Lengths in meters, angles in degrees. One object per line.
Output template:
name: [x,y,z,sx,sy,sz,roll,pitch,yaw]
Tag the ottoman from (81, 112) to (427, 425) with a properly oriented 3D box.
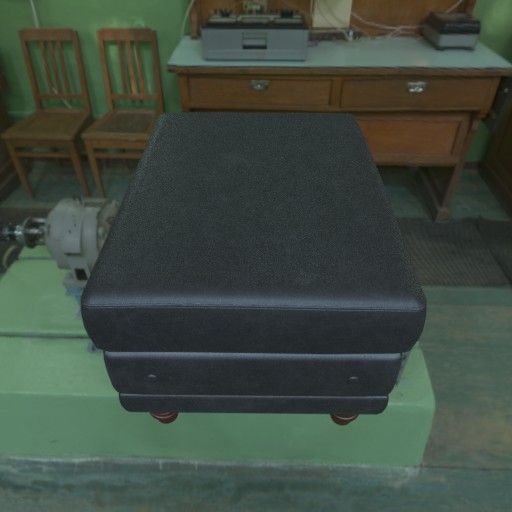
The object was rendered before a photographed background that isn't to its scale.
ottoman: [0.000,0.000,1.157,0.590,0.498,0.795,0,40,0]
